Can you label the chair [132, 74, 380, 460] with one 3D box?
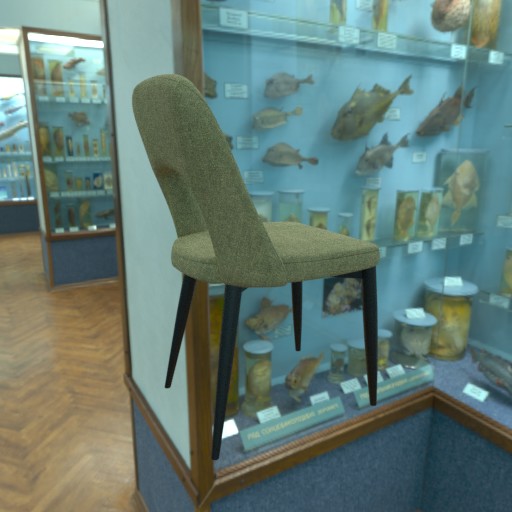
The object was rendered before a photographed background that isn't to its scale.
[{"bbox_3d":[0.000,0.000,1.283,0.612,0.931,0.470,-7,16,-27],"label":"chair"}]
